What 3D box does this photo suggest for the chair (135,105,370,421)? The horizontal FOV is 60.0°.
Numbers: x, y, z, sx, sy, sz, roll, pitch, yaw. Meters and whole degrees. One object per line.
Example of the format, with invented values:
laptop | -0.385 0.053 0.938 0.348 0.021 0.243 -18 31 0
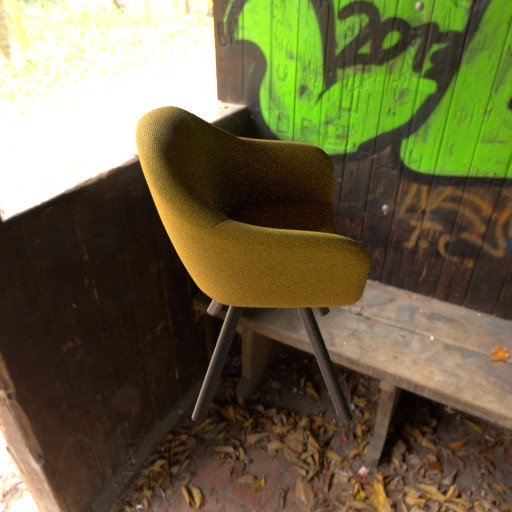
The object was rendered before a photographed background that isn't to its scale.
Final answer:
chair | 0.000 0.000 1.241 0.550 0.795 0.590 0 33 0
